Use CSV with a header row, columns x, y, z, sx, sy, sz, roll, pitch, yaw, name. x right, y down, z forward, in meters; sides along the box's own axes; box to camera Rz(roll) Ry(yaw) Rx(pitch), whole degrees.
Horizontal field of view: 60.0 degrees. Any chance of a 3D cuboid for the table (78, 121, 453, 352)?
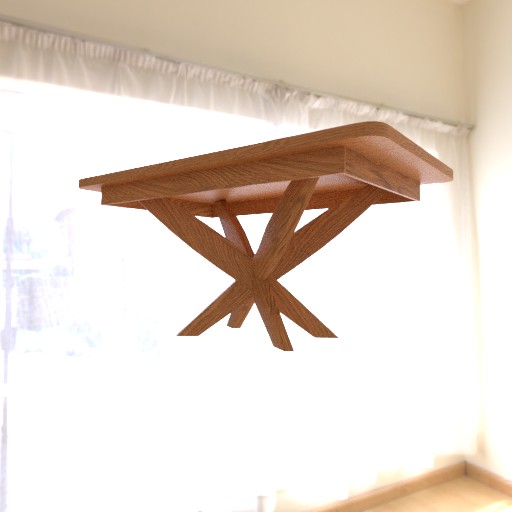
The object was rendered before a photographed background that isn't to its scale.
x,y,z,sx,sy,sz,roll,pitch,yaw,name
0.000,0.000,2.135,1.600,0.770,0.950,-1,-1,37,table
